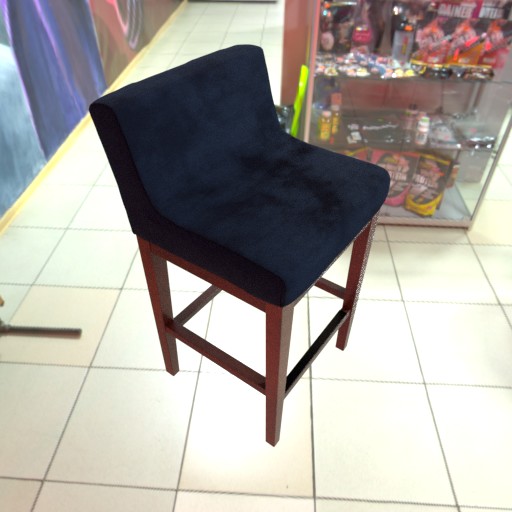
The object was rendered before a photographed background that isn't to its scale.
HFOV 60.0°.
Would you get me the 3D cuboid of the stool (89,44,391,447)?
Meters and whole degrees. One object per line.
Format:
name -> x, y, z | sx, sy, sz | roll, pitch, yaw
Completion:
stool -> 0.000, 0.000, 1.237 | 0.516, 0.945, 0.511 | 26, 47, 27
